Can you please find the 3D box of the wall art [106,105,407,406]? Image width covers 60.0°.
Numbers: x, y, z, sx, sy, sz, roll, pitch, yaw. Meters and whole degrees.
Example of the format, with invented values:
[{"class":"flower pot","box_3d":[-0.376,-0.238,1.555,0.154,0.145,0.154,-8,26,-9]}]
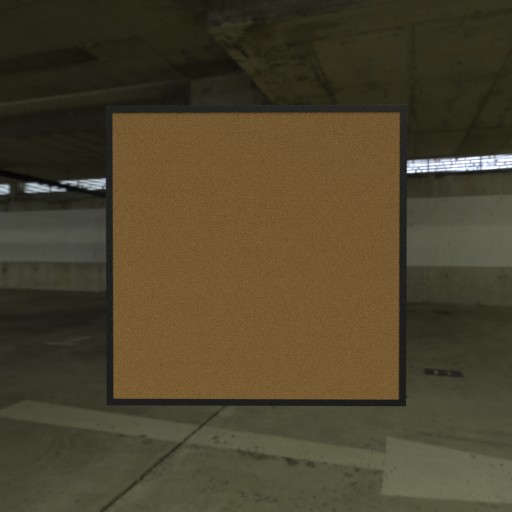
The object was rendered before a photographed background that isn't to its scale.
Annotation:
[{"class":"wall art","box_3d":[0.000,0.000,0.770,0.509,0.509,0.040,0,1,1]}]
